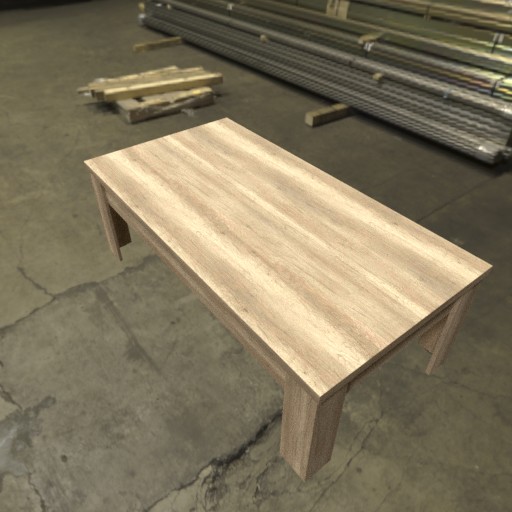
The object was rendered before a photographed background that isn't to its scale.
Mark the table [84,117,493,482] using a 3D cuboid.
[{"bbox_3d":[0.000,0.000,1.683,0.700,0.460,1.350,-27,47,-28],"label":"table"}]
